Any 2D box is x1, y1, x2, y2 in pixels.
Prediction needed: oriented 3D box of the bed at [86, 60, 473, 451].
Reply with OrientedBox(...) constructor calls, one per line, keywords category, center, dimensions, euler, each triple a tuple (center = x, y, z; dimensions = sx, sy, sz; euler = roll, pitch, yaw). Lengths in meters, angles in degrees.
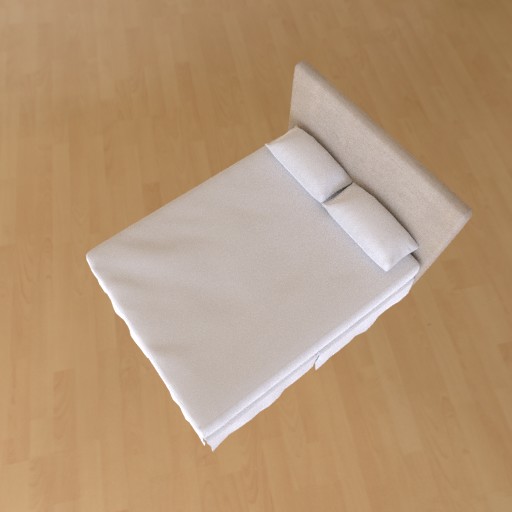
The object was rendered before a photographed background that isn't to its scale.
OrientedBox(category="bed", center=(0.000, 0.000, 3.282), dimensions=(2.162, 1.330, 1.713), euler=(-34, 69, -15))
